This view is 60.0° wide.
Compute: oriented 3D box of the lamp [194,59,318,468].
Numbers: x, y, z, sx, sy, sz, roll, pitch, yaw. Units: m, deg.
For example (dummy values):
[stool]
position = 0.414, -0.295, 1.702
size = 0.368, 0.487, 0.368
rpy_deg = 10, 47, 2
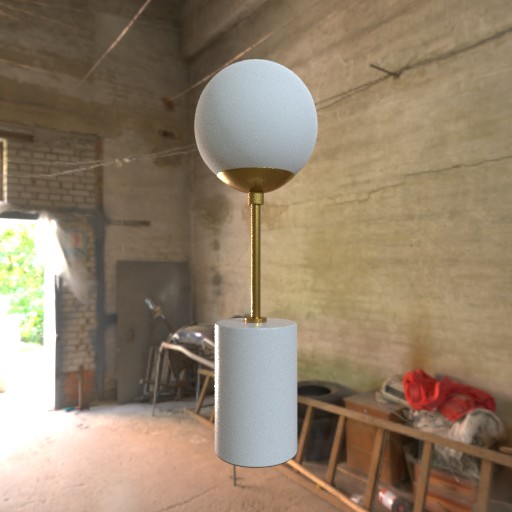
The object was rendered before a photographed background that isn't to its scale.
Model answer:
[lamp]
position = 0.000, 0.000, 0.554
size = 0.153, 0.480, 0.153
rpy_deg = 0, -1, 0
